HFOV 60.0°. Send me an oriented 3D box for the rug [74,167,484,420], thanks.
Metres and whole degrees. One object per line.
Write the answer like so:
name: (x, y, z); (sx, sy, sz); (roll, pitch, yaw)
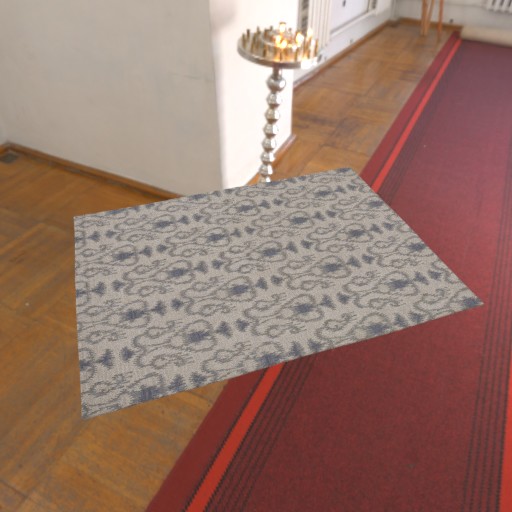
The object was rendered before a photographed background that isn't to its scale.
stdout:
rug: (0.000, 0.000, 2.907); (2.261, 0.013, 1.676); (-12, 43, -14)
